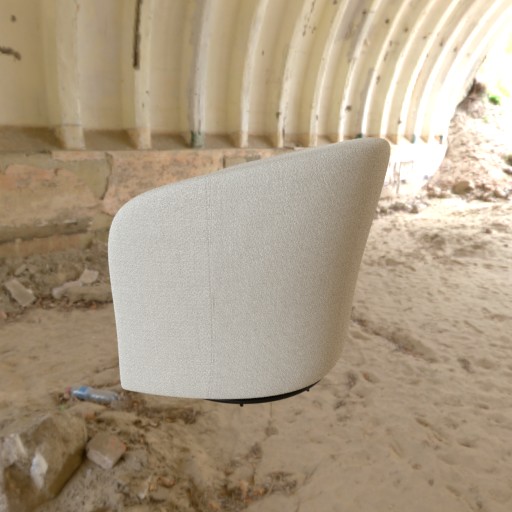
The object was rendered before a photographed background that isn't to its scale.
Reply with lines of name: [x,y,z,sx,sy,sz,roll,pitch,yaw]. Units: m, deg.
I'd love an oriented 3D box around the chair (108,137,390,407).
chair: [0.000,0.000,1.492,0.815,0.771,0.791,2,15,8]
